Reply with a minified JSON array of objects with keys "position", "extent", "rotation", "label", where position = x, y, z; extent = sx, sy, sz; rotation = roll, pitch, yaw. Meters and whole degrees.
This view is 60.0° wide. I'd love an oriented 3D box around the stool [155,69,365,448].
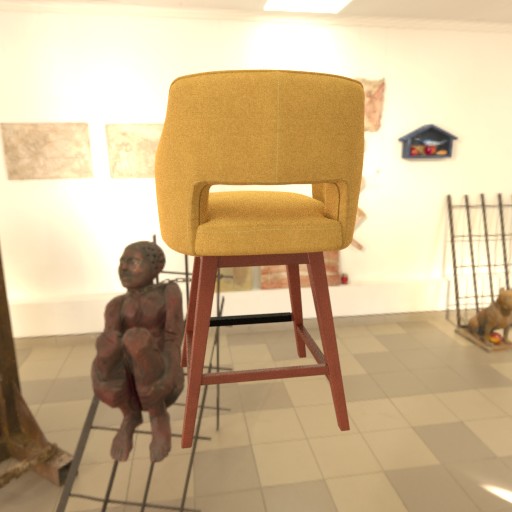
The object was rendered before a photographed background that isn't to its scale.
[{"position":[0.000,0.000,1.278],"extent":[0.548,0.924,0.558],"rotation":[-2,14,-9],"label":"stool"}]
